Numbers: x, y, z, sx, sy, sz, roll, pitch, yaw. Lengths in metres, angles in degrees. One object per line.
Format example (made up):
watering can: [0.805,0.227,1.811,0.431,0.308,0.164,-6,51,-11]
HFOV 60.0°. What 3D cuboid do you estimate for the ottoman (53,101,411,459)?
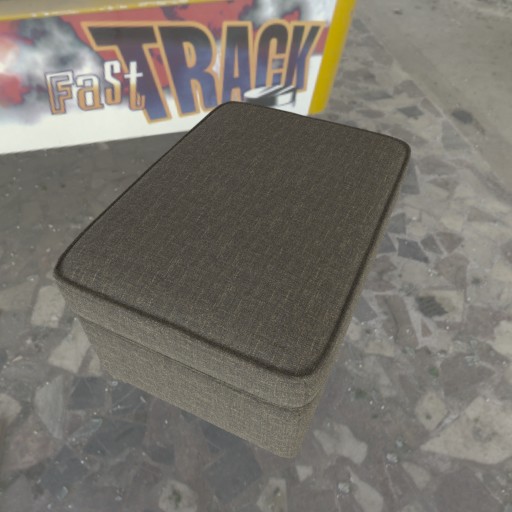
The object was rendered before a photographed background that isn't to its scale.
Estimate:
ottoman: [0.000,0.000,1.096,0.549,0.450,0.749,19,50,17]
